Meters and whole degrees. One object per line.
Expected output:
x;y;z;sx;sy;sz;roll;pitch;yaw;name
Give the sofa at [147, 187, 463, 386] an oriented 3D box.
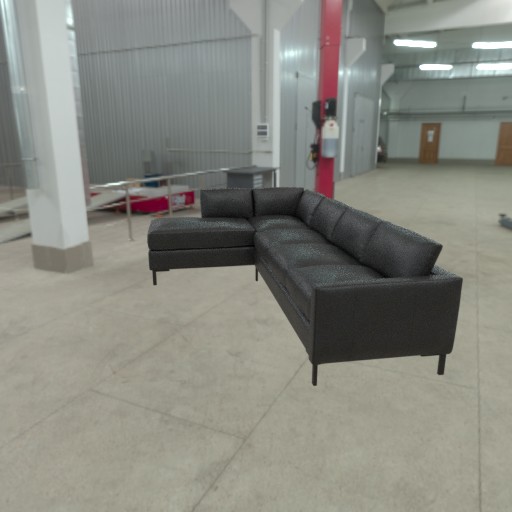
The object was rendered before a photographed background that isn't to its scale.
0.000;0.000;3.873;1.938;0.877;2.984;-3;15;-10;sofa
